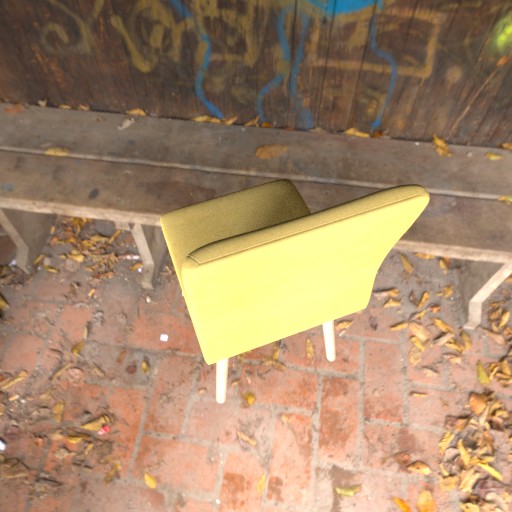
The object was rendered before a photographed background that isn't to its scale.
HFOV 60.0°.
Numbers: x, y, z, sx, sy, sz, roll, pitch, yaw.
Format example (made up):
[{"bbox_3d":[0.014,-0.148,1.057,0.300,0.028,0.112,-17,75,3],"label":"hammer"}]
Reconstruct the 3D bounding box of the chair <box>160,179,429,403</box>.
[{"bbox_3d":[0.000,0.000,1.254,0.450,0.965,0.550,-18,60,-11],"label":"chair"}]
